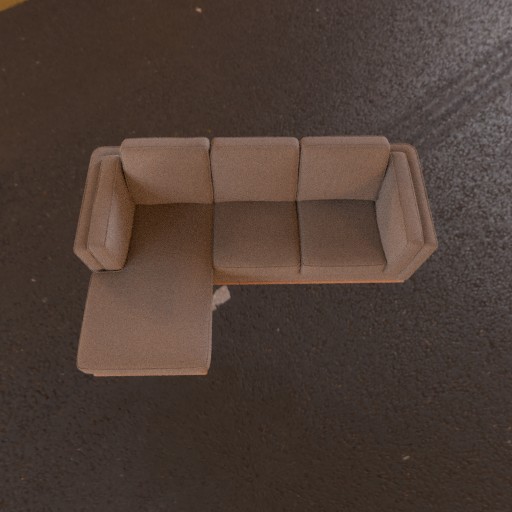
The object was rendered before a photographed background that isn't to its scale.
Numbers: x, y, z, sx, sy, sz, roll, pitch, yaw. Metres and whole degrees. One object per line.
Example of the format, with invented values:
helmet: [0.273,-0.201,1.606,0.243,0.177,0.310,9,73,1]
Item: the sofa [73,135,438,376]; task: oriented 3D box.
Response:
sofa: [0.000,0.000,3.182,2.411,0.929,1.604,-1,63,0]
